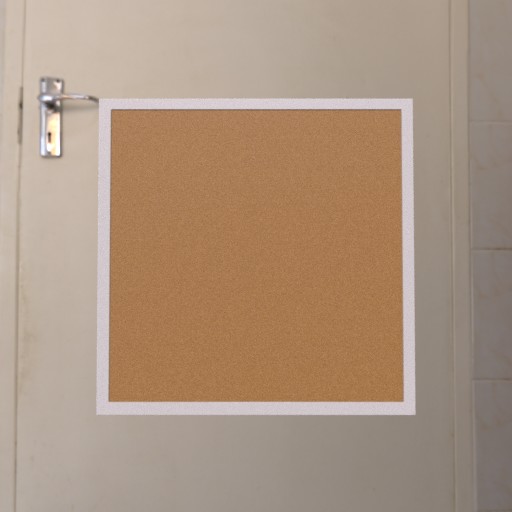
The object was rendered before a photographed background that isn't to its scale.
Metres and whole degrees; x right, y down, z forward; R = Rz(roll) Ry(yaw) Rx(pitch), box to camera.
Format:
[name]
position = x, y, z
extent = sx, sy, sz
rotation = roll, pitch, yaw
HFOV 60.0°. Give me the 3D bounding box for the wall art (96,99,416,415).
[wall art]
position = 0.000, 0.000, 0.445
extent = 0.305, 0.305, 0.038
rotation = 0, -1, 0
